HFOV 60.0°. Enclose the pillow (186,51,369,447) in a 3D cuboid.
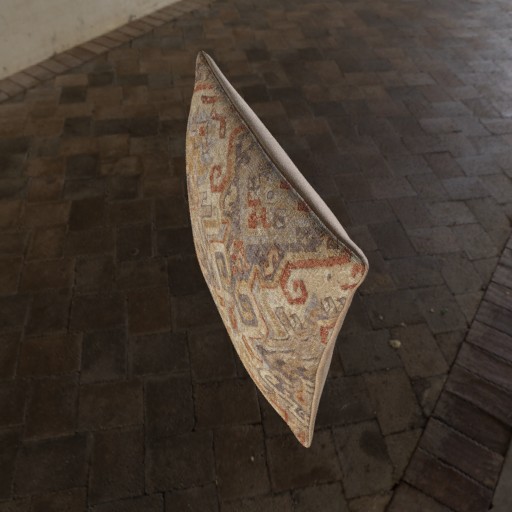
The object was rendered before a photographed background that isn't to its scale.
[{"bbox_3d":[0.000,0.000,0.769,0.166,0.506,0.523,-17,50,-15],"label":"pillow"}]
